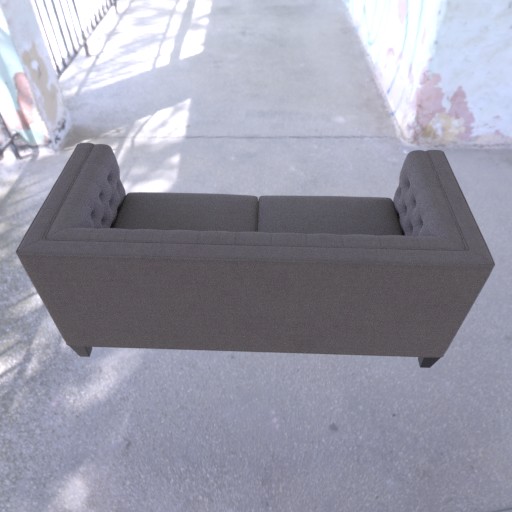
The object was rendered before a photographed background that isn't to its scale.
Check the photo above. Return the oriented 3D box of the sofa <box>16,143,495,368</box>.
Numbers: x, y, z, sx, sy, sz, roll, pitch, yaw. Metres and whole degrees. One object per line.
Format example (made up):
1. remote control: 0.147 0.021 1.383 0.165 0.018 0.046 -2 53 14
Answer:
1. sofa: 0.000 0.000 2.161 1.778 0.762 0.775 1 46 1
